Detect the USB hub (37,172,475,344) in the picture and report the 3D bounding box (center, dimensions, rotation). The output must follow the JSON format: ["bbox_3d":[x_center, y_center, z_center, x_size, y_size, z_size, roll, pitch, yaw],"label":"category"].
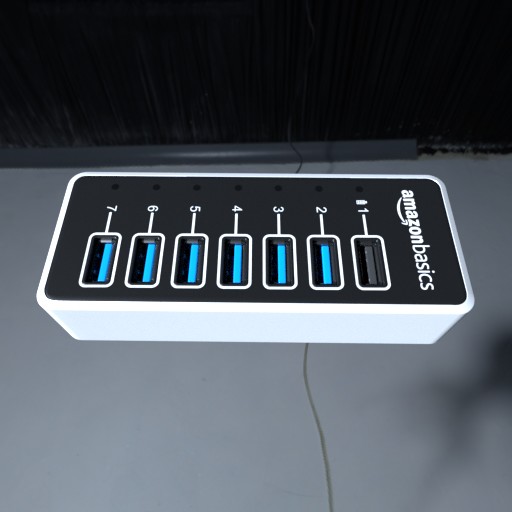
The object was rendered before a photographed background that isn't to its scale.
[{"bbox_3d":[0.000,0.000,0.129,0.110,0.023,0.044,1,60,0],"label":"USB hub"}]
